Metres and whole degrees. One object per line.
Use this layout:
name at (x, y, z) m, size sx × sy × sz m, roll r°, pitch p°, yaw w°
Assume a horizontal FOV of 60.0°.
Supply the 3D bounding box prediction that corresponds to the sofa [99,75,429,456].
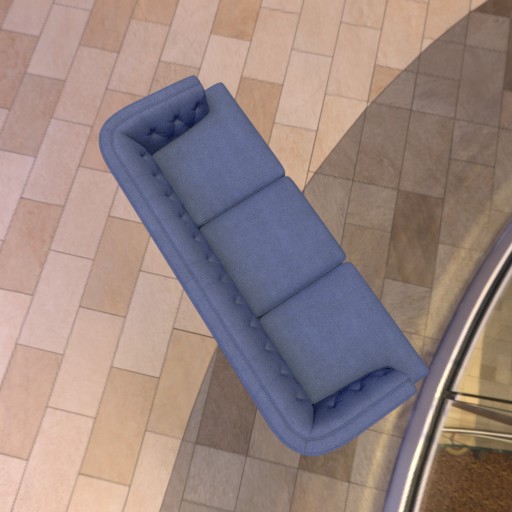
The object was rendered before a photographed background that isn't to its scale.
sofa at (0.000, 0.000, 2.703) m, size 0.914 × 0.787 × 2.235 m, roll -32°, pitch 79°, yaw -7°
